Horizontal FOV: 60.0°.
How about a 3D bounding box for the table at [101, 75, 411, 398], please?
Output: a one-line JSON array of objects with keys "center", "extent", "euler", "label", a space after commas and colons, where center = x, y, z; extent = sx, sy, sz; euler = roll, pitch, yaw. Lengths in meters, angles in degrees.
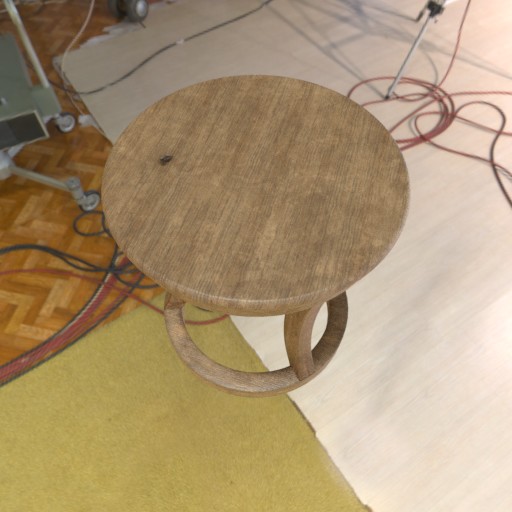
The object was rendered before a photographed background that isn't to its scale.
[{"center": [0.000, 0.000, 0.816], "extent": [0.432, 0.460, 0.432], "euler": [0, 57, 0], "label": "table"}]
